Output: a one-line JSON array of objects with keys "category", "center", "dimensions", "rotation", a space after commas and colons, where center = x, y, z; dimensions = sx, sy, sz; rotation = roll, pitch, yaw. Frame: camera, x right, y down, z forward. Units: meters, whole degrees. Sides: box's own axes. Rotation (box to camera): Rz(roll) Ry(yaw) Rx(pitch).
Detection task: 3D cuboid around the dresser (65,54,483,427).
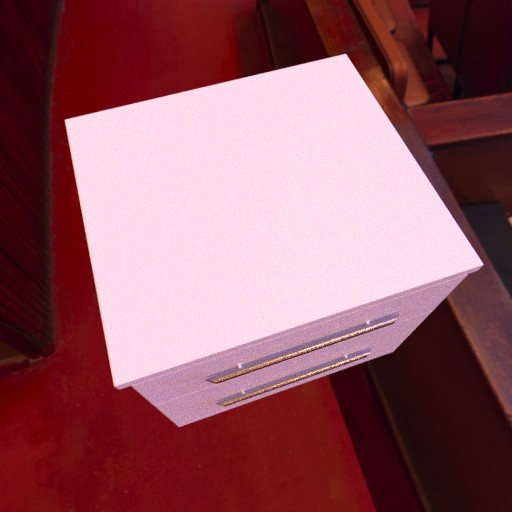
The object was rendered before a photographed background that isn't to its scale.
[{"category": "dresser", "center": [0.000, 0.000, 0.722], "dimensions": [0.430, 0.360, 0.400], "rotation": [-17, 63, -9]}]
